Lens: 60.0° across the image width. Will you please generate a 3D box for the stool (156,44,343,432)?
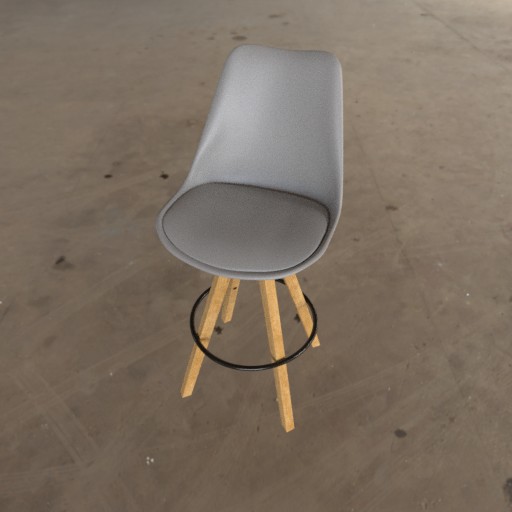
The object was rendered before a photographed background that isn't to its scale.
[{"bbox_3d":[0.000,0.000,1.408,0.485,1.115,0.550,13,41,15],"label":"stool"}]
